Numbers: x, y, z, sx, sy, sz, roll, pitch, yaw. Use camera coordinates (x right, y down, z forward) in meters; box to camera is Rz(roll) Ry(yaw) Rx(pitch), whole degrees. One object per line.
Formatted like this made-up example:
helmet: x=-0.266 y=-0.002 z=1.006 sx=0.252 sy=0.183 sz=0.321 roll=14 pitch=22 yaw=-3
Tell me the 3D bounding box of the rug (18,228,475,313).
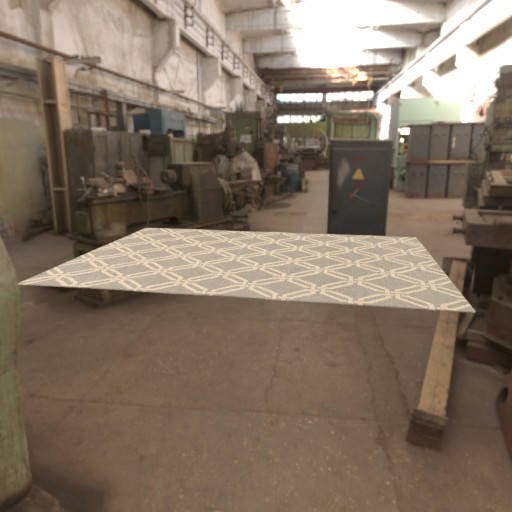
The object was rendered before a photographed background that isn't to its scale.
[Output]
rug: x=0.000 y=0.000 z=2.736 sx=2.133 sy=0.013 sz=1.522 roll=3 pitch=14 yaw=10
